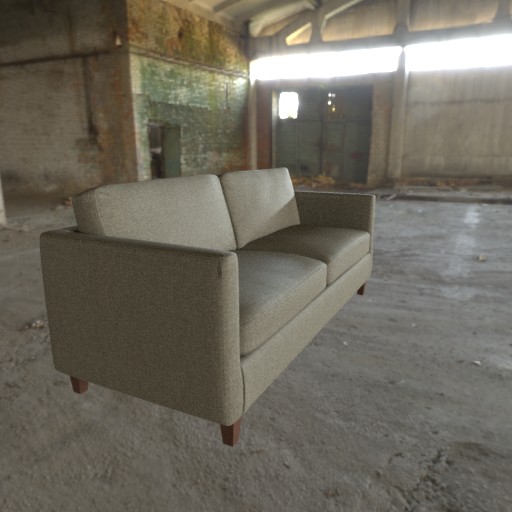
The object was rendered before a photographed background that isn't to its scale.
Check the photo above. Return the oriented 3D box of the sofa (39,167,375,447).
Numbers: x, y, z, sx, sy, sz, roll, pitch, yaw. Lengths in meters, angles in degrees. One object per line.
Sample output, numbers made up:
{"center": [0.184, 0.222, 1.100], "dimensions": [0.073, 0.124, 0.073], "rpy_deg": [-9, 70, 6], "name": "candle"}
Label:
{"center": [0.000, 0.000, 2.638], "dimensions": [0.956, 0.960, 2.208], "rpy_deg": [7, 15, 26], "name": "sofa"}
